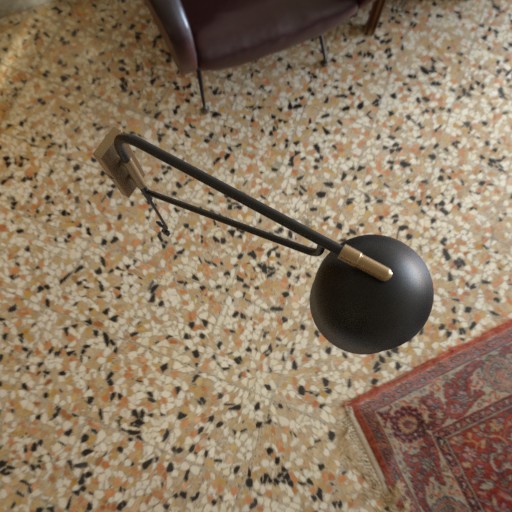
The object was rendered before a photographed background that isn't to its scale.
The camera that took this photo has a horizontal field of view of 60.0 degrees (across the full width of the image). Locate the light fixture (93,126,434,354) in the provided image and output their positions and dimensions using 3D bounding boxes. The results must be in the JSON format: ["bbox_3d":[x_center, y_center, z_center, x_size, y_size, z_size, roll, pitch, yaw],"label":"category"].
[{"bbox_3d":[0.000,0.000,1.061,0.720,0.696,0.215,30,77,8],"label":"light fixture"}]
